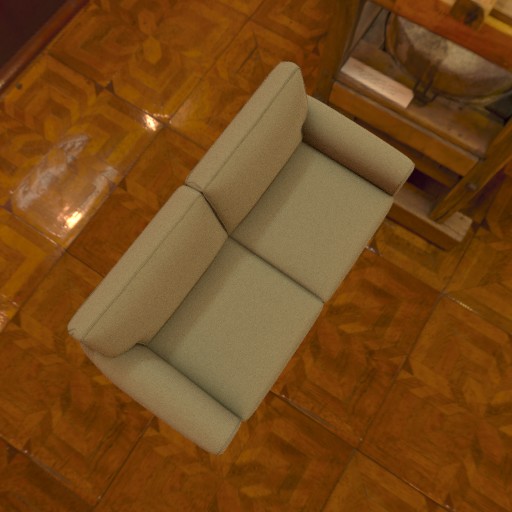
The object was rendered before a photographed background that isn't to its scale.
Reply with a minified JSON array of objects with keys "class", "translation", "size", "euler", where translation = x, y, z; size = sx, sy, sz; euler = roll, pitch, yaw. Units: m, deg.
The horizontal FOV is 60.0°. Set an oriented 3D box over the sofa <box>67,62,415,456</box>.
[{"class":"sofa","translation":[0.000,0.000,2.458],"size":[0.940,0.952,1.930],"euler":[34,78,9]}]
